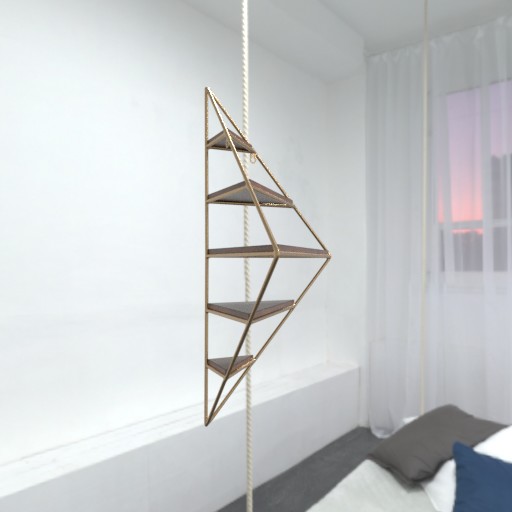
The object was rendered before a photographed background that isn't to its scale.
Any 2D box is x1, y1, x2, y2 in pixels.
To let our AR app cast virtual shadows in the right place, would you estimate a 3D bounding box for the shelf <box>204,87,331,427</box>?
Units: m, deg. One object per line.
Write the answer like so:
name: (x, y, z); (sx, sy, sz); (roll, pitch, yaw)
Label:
shelf: (0.000, 0.000, 1.146); (0.294, 0.913, 0.564); (0, -1, 20)
